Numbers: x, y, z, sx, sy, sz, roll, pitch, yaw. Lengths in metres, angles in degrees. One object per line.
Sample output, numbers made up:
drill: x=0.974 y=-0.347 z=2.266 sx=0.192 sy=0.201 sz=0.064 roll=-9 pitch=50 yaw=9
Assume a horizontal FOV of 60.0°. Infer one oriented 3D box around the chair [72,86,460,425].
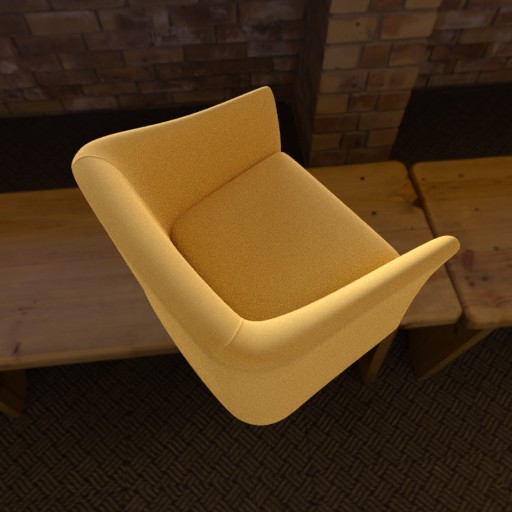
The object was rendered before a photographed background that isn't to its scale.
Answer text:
chair: x=0.000 y=0.000 z=1.326 sx=0.700 sy=0.720 sz=0.790 roll=-33 pitch=63 yaw=-19
